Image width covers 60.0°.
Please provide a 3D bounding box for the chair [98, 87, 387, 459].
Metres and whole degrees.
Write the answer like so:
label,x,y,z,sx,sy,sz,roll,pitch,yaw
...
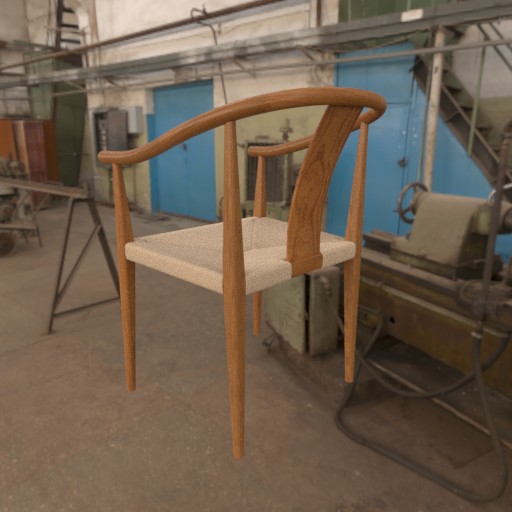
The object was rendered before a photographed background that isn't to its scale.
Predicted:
label,x,y,z,sx,sy,sz,roll,pitch,yaw
chair,0.000,0.000,1.176,0.579,0.800,0.556,15,21,43
